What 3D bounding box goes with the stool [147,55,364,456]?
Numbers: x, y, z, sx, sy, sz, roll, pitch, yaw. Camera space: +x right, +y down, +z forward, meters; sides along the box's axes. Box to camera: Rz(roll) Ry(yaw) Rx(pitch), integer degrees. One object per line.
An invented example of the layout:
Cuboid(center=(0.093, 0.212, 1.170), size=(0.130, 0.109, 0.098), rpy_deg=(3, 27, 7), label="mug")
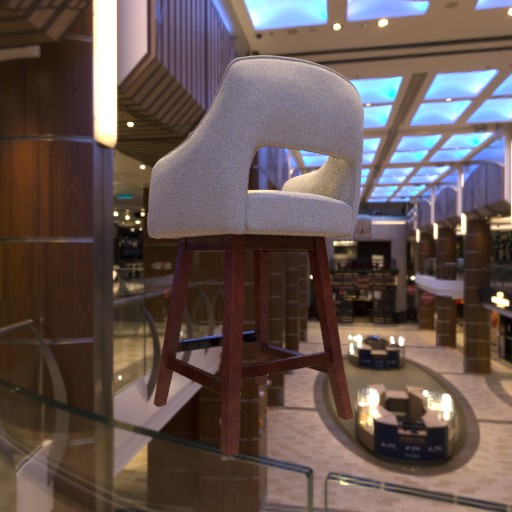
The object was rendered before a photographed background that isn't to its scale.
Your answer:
Cuboid(center=(0.000, 0.000, 1.300), size=(0.550, 0.936, 0.560), rpy_deg=(0, 0, -35), label="stool")
